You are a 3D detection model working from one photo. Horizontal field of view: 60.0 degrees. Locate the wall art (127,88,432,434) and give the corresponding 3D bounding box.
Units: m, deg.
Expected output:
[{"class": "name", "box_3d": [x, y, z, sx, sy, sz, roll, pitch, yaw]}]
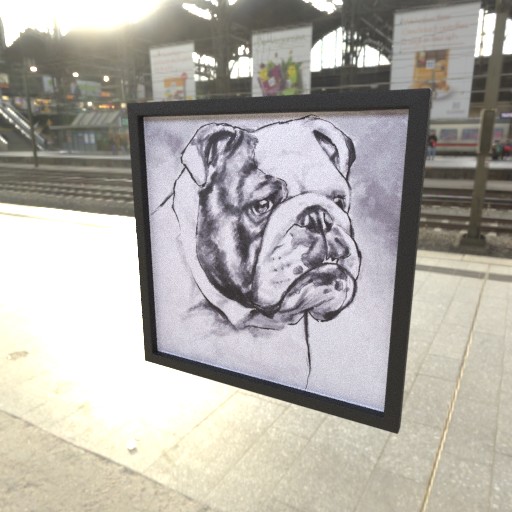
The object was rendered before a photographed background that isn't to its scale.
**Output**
[{"class": "wall art", "box_3d": [0.000, 0.000, 0.670, 0.456, 0.453, 0.022, 8, 16, 27]}]
